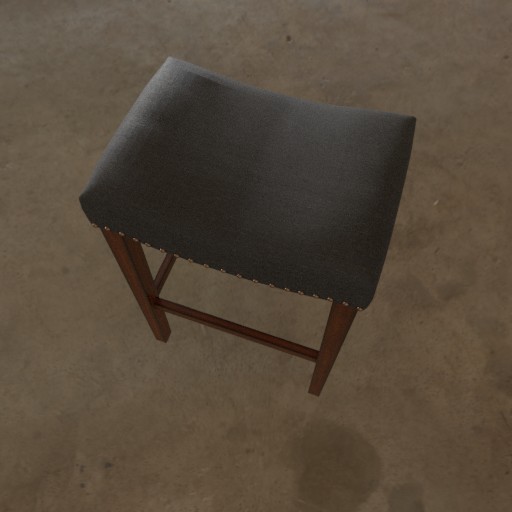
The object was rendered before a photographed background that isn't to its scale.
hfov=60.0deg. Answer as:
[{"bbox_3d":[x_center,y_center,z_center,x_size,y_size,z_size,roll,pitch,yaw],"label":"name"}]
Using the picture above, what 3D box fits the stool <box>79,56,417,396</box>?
[{"bbox_3d":[0.000,0.000,1.034,0.502,0.748,0.366,17,64,9],"label":"stool"}]
